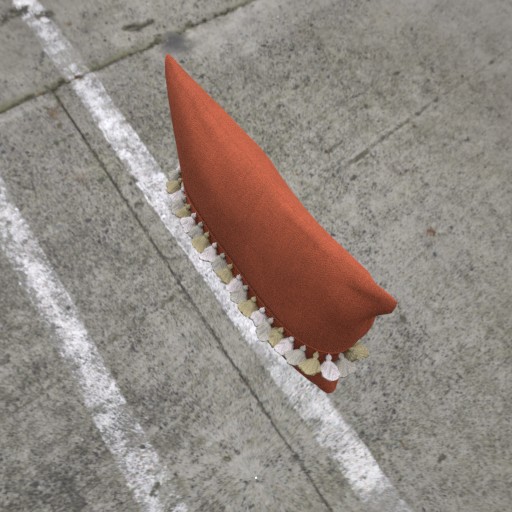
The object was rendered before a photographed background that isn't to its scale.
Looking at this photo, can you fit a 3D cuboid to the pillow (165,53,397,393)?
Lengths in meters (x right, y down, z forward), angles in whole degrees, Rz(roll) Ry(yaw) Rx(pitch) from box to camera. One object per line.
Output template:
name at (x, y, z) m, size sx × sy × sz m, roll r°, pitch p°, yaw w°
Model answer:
pillow at (0.000, 0.000, 0.750) m, size 0.165 × 0.482 × 0.490 m, roll -33°, pitch 68°, yaw -15°
